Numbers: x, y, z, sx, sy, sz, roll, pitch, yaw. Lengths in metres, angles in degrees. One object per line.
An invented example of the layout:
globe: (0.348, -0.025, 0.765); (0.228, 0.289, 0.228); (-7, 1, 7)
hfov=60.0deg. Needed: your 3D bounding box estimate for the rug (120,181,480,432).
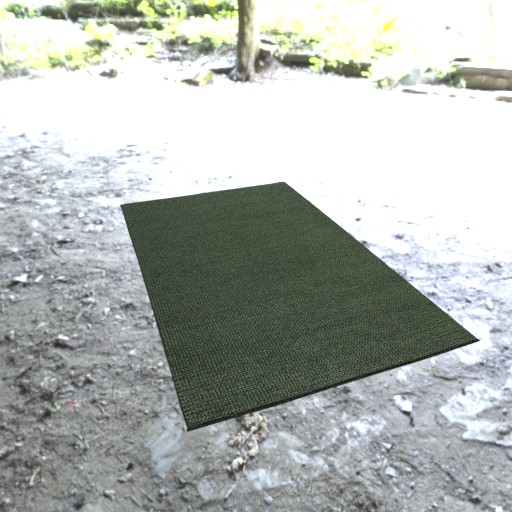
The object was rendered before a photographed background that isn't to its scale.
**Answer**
rug: (0.000, 0.000, 3.016); (1.538, 0.021, 2.443); (-11, 32, -18)
